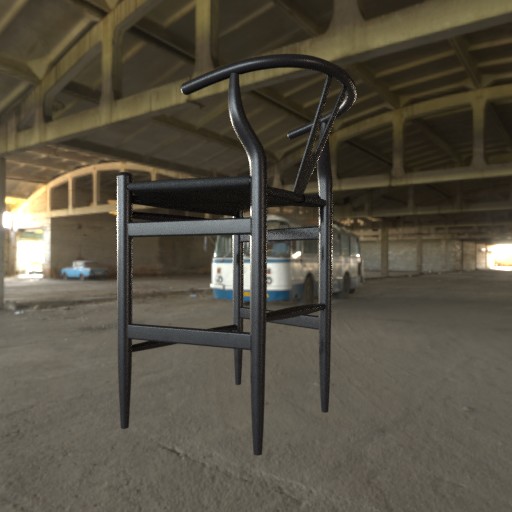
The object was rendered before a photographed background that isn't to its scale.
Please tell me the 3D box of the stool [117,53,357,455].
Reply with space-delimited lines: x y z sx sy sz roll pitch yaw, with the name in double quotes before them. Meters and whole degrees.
"stool" 0.000 0.000 1.314 0.579 0.970 0.569 0 0 35
